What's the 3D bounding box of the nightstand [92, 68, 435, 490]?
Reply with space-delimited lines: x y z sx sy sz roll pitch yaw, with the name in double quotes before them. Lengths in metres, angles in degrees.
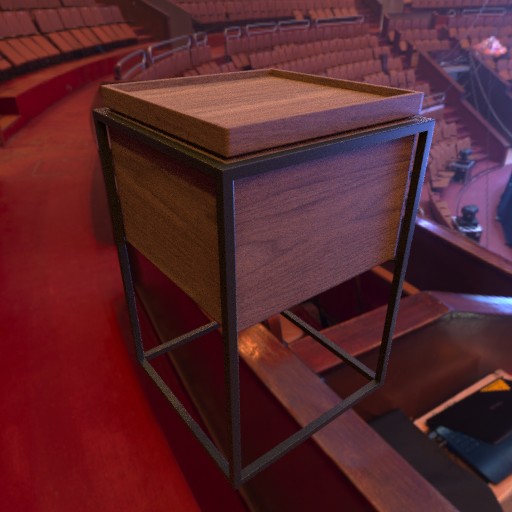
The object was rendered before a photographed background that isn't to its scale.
"nightstand" 0.000 0.000 0.849 0.397 0.607 0.397 -21 36 -32
